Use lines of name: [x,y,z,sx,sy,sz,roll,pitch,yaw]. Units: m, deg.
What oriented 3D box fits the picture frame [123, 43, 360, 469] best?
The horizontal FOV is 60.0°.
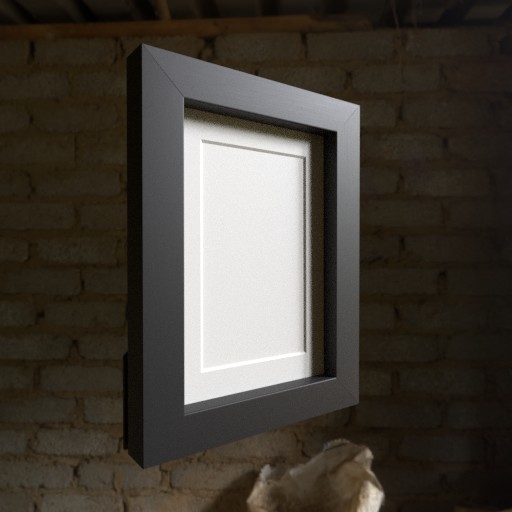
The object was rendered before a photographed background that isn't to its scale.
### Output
picture frame: [0.000,0.000,0.273,0.157,0.208,0.028,-1,1,-36]
